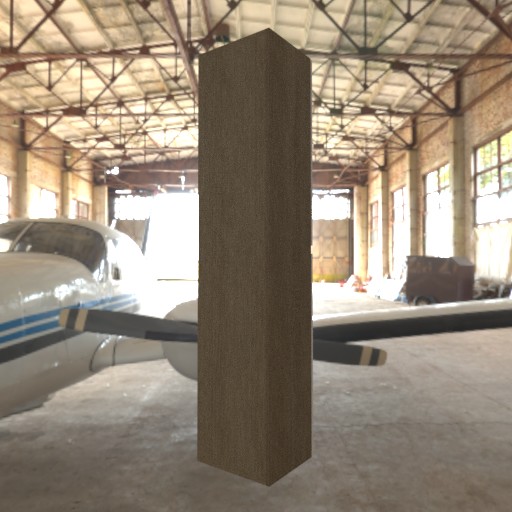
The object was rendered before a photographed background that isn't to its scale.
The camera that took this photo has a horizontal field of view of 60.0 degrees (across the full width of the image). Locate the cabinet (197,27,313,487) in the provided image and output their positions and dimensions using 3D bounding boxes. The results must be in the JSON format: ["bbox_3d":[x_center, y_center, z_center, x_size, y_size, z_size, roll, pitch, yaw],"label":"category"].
[{"bbox_3d":[0.000,0.000,1.548,0.300,1.400,0.270,-1,-2,37],"label":"cabinet"}]
